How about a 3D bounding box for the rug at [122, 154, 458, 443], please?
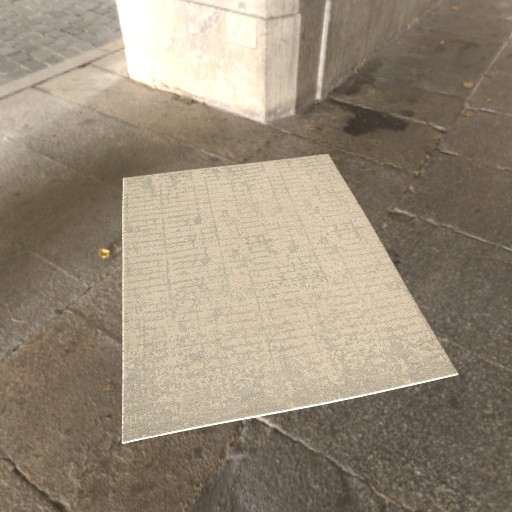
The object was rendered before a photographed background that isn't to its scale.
[{"bbox_3d":[0.000,0.000,4.146,2.447,0.014,3.061,-8,46,-8],"label":"rug"}]
